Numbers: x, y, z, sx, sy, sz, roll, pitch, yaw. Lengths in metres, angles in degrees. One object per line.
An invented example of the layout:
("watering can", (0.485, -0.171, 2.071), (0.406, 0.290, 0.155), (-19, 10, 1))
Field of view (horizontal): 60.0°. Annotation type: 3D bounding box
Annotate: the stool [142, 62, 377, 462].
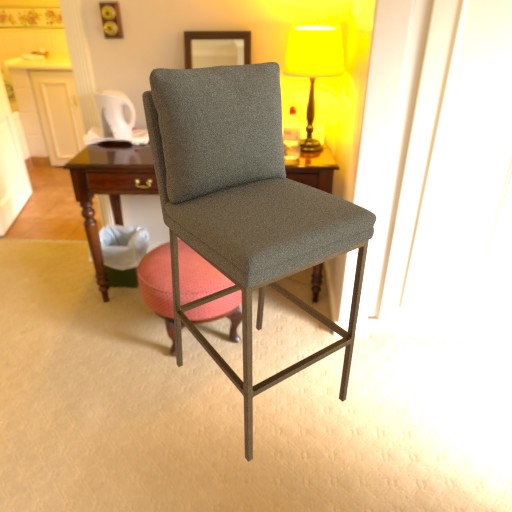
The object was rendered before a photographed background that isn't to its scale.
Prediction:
("stool", (0.000, 0.000, 1.448), (0.463, 1.132, 0.569), (-20, 35, -30))
